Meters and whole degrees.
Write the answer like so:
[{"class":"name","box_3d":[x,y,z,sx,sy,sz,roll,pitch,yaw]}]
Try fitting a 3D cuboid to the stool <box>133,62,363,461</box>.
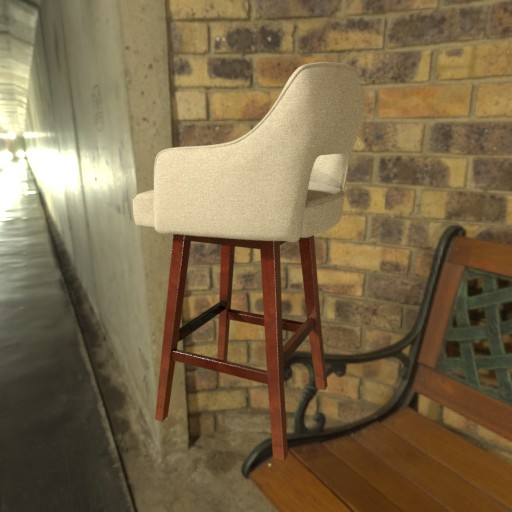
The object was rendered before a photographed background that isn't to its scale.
[{"class":"stool","box_3d":[0.000,0.000,1.353,0.560,1.041,0.550,7,17,24]}]
